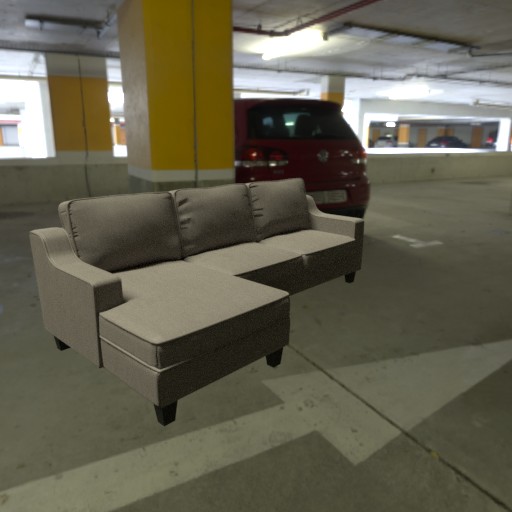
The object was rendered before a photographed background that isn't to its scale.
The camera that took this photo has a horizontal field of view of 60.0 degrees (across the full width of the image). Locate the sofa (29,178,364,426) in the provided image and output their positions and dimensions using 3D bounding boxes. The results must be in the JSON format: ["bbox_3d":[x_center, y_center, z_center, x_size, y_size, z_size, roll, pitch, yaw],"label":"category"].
[{"bbox_3d":[0.000,0.000,3.155,1.294,0.928,2.561,13,20,42],"label":"sofa"}]
